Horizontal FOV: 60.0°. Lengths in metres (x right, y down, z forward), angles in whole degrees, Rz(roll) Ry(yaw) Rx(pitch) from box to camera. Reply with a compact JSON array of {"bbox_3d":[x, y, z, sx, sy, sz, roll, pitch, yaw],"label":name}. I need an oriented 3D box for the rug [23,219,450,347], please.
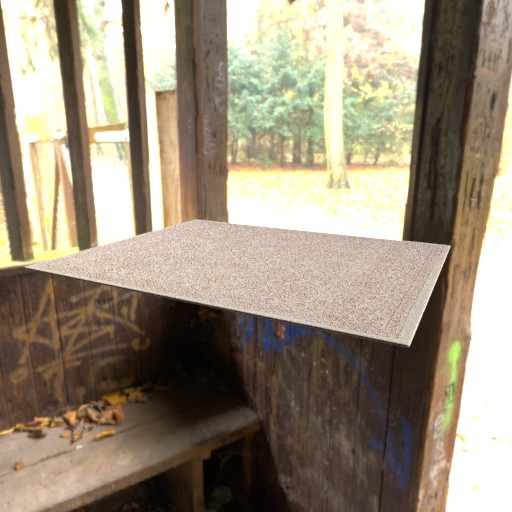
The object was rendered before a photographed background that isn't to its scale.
[{"bbox_3d":[0.000,0.000,4.002,3.050,0.015,2.441,8,17,27],"label":"rug"}]
